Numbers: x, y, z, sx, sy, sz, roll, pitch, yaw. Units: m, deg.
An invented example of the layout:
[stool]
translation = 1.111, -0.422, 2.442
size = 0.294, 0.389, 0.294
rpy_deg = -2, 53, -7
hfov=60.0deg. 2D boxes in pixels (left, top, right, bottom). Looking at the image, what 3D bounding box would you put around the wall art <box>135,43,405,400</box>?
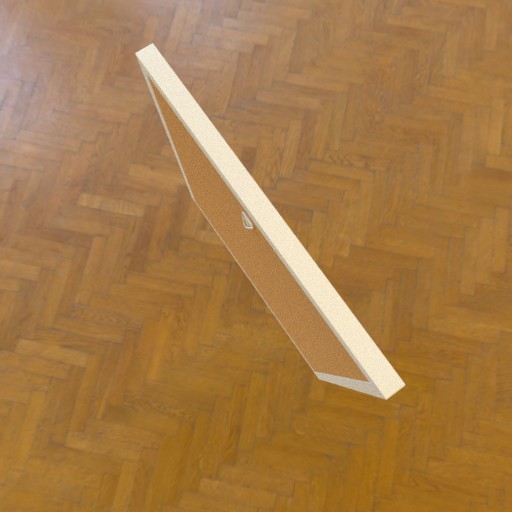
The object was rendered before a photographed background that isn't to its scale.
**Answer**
[wall art]
translation = 0.000, 0.000, 1.138
size = 0.050, 0.762, 0.761
rpy_deg = -34, 79, -7
